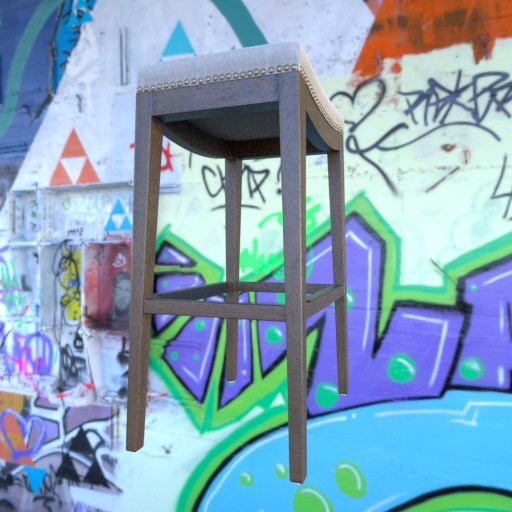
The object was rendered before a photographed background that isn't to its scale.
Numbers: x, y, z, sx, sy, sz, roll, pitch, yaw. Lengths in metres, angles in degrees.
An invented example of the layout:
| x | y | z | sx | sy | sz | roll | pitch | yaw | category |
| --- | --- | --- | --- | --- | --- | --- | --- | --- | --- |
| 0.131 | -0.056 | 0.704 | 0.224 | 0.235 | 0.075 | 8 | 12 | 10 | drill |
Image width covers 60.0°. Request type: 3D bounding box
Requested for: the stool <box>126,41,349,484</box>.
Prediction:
| x | y | z | sx | sy | sz | roll | pitch | yaw | category |
| --- | --- | --- | --- | --- | --- | --- | --- | --- | --- |
| 0.000 | 0.000 | 1.032 | 0.356 | 0.762 | 0.508 | 0 | 1 | 20 | stool |
